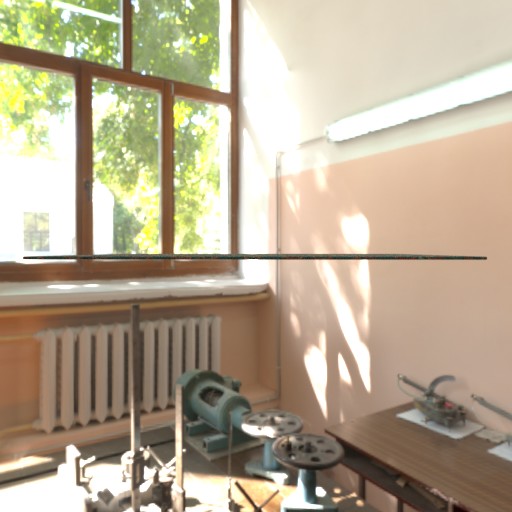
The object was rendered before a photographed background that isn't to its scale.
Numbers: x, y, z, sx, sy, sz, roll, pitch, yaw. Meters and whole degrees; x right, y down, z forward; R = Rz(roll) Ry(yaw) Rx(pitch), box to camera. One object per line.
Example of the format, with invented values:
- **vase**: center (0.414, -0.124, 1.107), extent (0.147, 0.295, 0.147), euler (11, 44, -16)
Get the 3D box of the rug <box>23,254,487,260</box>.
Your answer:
- **rug**: center (0.000, 0.000, 2.937), extent (2.290, 0.016, 1.527), euler (0, 1, 2)
